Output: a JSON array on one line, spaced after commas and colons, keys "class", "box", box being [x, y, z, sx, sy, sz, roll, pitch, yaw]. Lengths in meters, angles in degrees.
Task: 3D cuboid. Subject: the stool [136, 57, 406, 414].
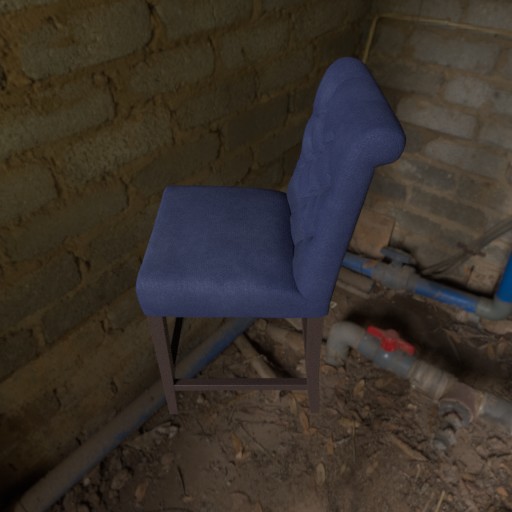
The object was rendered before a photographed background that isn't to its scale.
[{"class": "stool", "box": [0.000, 0.000, 1.324, 0.601, 1.010, 0.493, 0, 40, 0]}]
